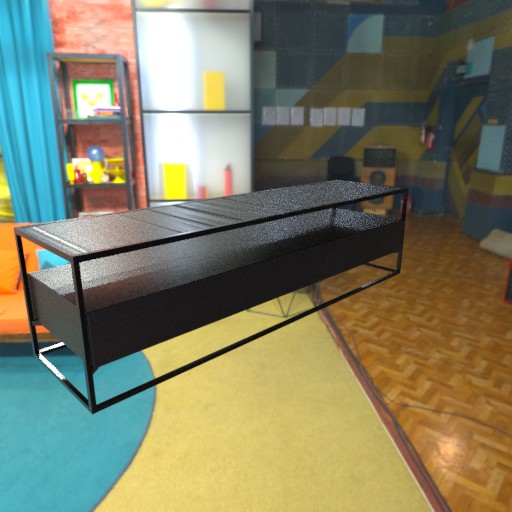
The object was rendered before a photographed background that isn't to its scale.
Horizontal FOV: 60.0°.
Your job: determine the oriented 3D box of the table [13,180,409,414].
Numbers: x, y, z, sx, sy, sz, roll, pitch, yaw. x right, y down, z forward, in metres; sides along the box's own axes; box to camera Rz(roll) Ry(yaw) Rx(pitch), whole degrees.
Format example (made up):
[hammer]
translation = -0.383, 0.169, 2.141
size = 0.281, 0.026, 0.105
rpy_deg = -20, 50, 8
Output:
[table]
translation = 0.000, 0.000, 1.639
size = 1.486, 0.395, 0.399
rpy_deg = -16, 23, -42
